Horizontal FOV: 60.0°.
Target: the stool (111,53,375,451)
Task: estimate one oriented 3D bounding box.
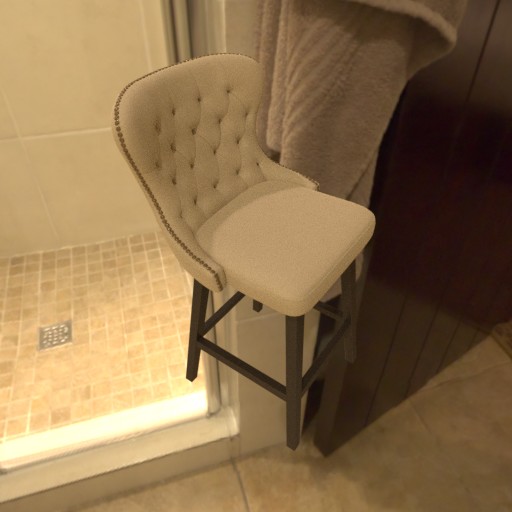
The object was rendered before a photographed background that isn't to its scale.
[{"bbox_3d":[0.000,0.000,1.298,0.593,0.971,0.528,25,46,26],"label":"stool"}]
